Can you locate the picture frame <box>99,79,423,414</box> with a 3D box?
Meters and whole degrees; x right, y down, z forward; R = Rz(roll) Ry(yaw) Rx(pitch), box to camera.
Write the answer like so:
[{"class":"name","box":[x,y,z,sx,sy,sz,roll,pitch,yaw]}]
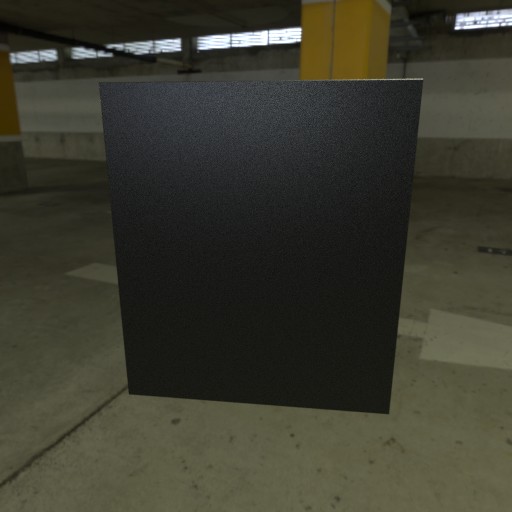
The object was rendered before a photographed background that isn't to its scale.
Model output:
[{"class":"picture frame","box":[0.000,0.000,0.516,0.328,0.378,0.034,2,17,7]}]
